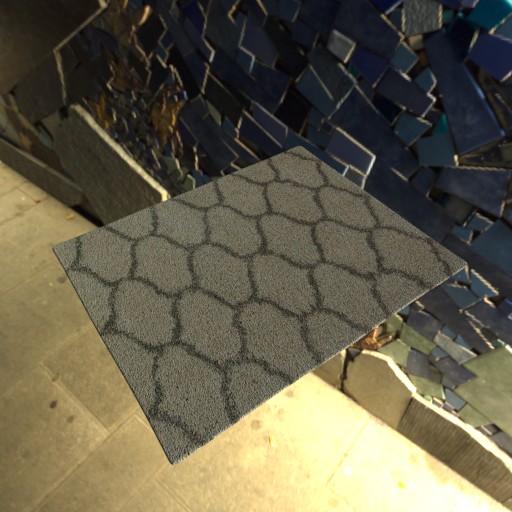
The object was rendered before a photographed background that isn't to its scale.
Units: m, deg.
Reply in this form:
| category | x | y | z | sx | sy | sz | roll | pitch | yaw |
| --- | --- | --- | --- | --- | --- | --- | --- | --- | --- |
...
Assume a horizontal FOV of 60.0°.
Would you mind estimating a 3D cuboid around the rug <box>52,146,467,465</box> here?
| category | x | y | z | sx | sy | sz | roll | pitch | yaw |
| --- | --- | --- | --- | --- | --- | --- | --- | --- | --- |
| rug | 0.000 | 0.000 | 4.071 | 3.000 | 0.026 | 2.399 | -27 | 52 | -24 |
